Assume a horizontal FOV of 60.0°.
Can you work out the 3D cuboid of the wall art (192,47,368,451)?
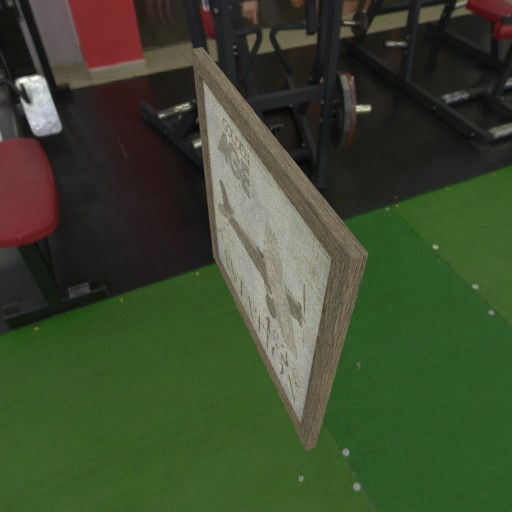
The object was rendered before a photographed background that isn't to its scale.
[{"bbox_3d":[0.000,0.000,0.762,0.019,0.508,0.508,-17,50,-15],"label":"wall art"}]
